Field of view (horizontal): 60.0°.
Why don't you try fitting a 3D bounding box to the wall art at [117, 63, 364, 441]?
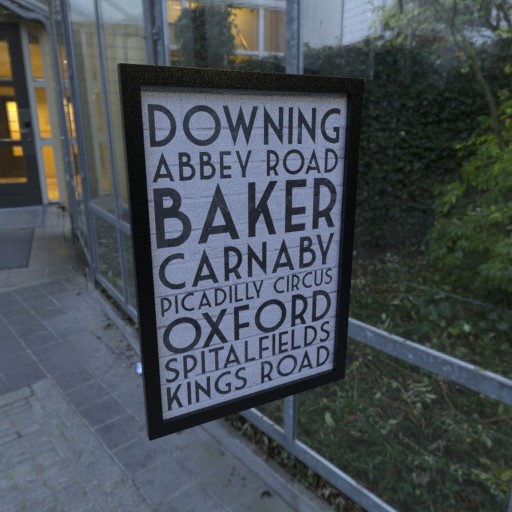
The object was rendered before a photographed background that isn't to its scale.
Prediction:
[{"bbox_3d":[0.000,0.000,0.852,0.462,0.656,0.019,-8,18,-27],"label":"wall art"}]
